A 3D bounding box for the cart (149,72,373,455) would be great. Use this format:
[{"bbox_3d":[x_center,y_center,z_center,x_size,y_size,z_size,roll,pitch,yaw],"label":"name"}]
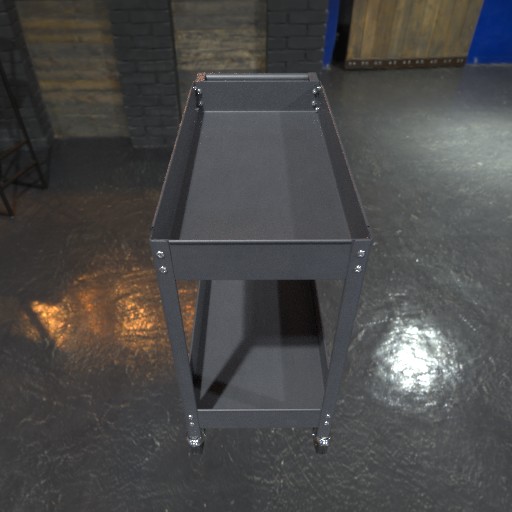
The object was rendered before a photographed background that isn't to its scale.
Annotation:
[{"bbox_3d":[0.000,0.000,1.182,0.366,0.719,0.779,0,41,0],"label":"cart"}]
